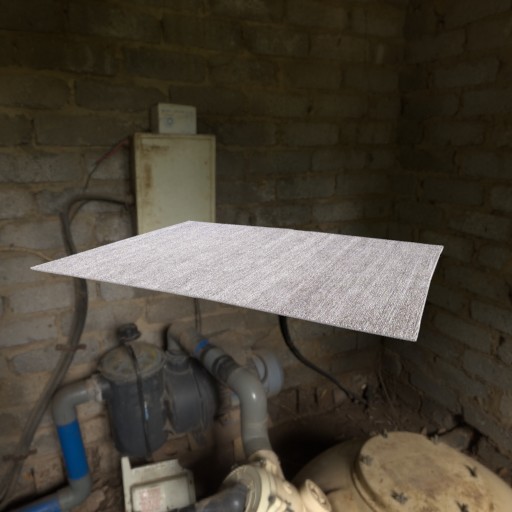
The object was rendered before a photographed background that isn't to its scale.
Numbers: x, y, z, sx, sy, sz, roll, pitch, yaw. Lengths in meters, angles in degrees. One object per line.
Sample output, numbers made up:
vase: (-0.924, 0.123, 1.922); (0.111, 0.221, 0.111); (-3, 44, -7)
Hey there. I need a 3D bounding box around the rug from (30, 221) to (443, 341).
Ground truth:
rug: (0.000, 0.000, 4.237); (3.202, 0.045, 2.434); (7, 17, 25)
